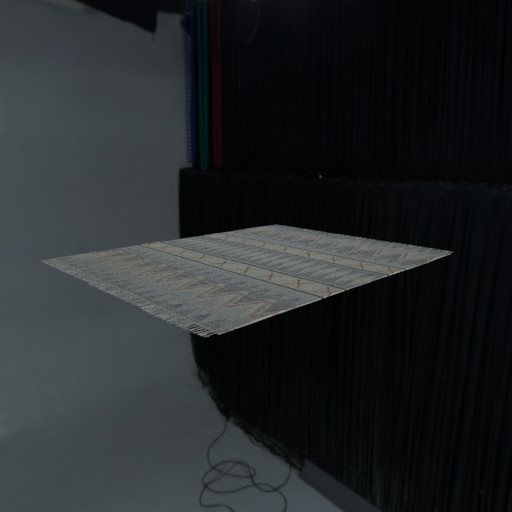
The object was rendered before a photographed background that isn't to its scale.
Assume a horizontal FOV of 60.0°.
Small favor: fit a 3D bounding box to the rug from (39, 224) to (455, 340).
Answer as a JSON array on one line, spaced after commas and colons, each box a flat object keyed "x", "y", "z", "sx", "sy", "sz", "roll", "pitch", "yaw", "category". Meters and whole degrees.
[{"x": 0.000, "y": 0.000, "z": 4.025, "sx": 3.000, "sy": 0.012, "sz": 2.371, "roll": -12, "pitch": 17, "yaw": -42, "category": "rug"}]
